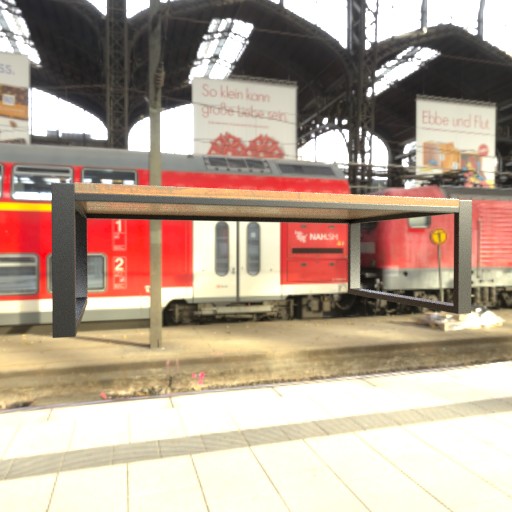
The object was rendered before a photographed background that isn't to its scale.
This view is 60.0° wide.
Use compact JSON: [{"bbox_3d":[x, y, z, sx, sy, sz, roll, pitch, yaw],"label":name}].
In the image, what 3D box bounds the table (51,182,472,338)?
[{"bbox_3d":[0.000,0.000,1.701,1.350,0.400,0.750,0,1,-19],"label":"table"}]
